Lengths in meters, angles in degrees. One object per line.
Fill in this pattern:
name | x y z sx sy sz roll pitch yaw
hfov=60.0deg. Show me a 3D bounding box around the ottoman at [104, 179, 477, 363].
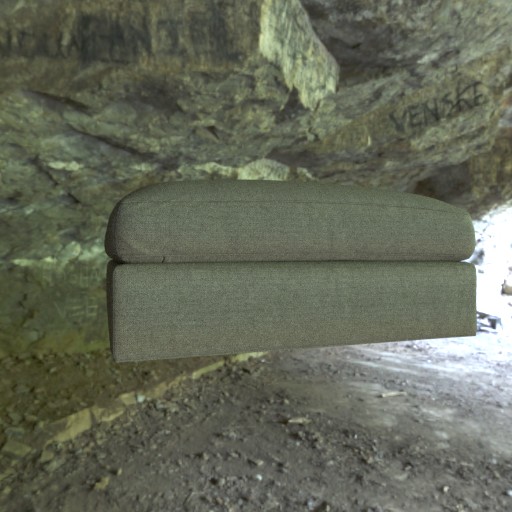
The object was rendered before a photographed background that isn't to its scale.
ottoman | 0.000 0.000 1.610 1.041 0.470 1.041 0 0 -19
